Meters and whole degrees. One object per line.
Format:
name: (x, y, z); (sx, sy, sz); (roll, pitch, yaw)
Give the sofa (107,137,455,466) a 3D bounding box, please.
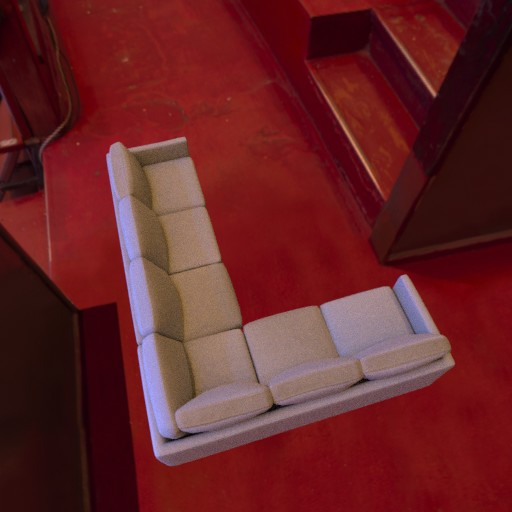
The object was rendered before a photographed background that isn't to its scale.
sofa: (0.000, 0.000, 4.531); (2.592, 0.947, 3.301); (-14, 60, -8)
